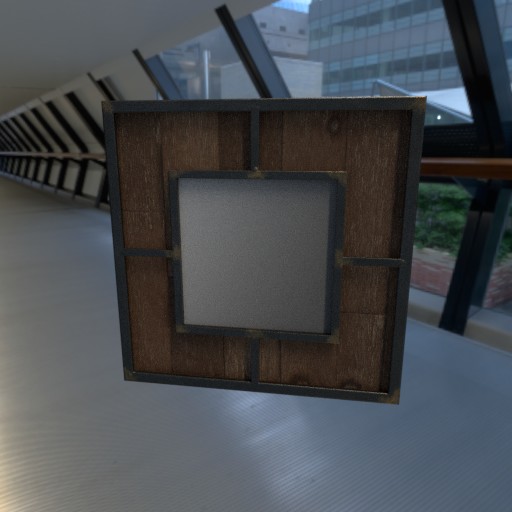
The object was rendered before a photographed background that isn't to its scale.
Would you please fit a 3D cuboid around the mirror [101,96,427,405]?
[{"bbox_3d":[0.000,0.000,0.568,0.382,0.381,0.020,2,15,9],"label":"mirror"}]
